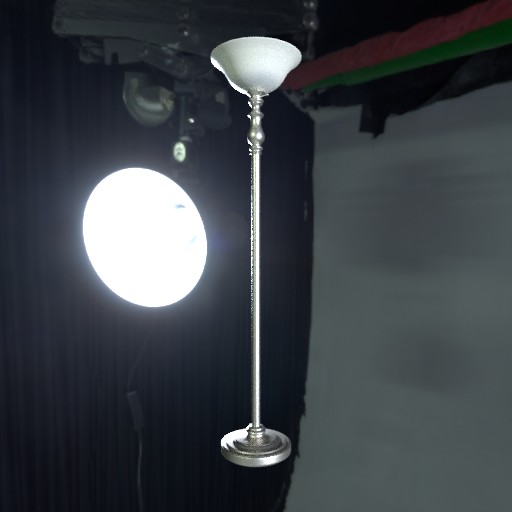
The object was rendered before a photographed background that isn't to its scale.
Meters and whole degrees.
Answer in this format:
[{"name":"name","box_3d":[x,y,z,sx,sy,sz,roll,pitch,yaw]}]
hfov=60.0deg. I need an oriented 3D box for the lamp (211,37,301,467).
[{"name":"lamp","box_3d":[0.000,0.000,1.996,0.405,1.771,0.405,0,0,37]}]
